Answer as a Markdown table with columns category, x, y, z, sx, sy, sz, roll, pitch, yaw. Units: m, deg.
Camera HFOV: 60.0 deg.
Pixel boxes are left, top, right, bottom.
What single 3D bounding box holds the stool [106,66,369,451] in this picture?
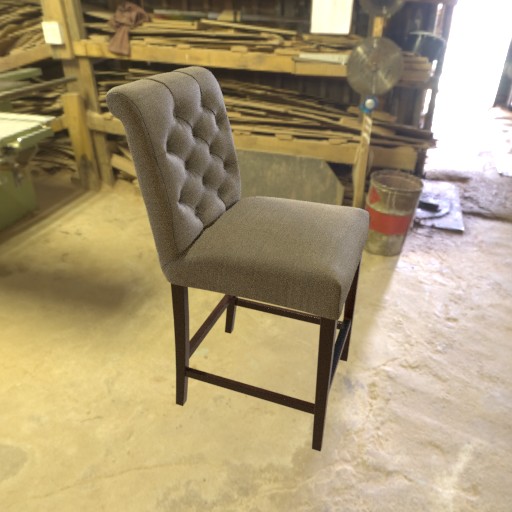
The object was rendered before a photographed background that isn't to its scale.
| category | x | y | z | sx | sy | sz | roll | pitch | yaw |
| --- | --- | --- | --- | --- | --- | --- | --- | --- | --- |
| stool | 0.000 | 0.000 | 1.448 | 0.660 | 1.084 | 0.486 | 11 | 32 | 18 |
